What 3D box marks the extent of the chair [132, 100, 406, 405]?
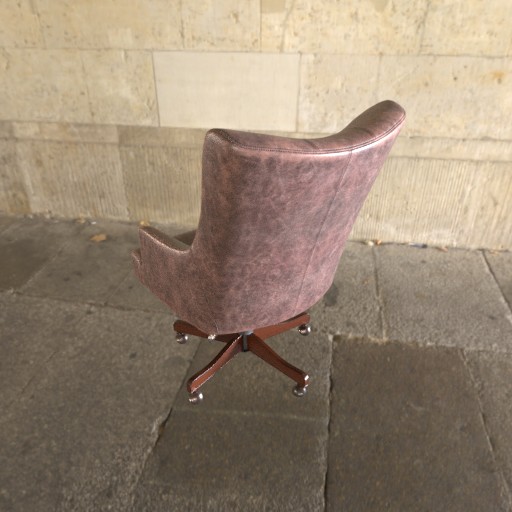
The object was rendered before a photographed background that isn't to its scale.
[{"bbox_3d":[0.000,0.000,1.503,0.641,1.035,0.762,-19,35,-29],"label":"chair"}]
